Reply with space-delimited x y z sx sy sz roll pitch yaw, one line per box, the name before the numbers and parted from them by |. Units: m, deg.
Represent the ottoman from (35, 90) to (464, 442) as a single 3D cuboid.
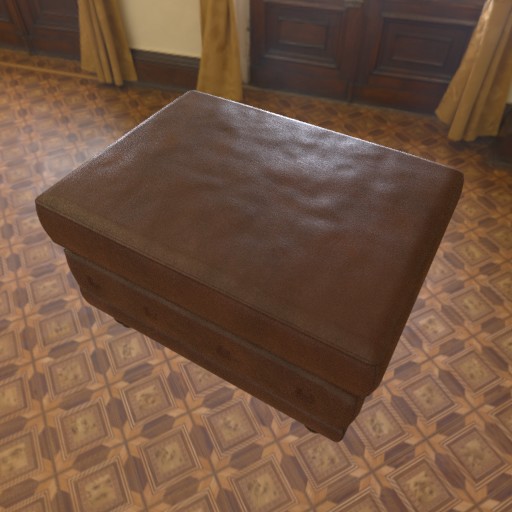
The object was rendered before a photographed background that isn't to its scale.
ottoman | 0.000 0.000 1.144 0.795 0.509 0.588 23 52 20
